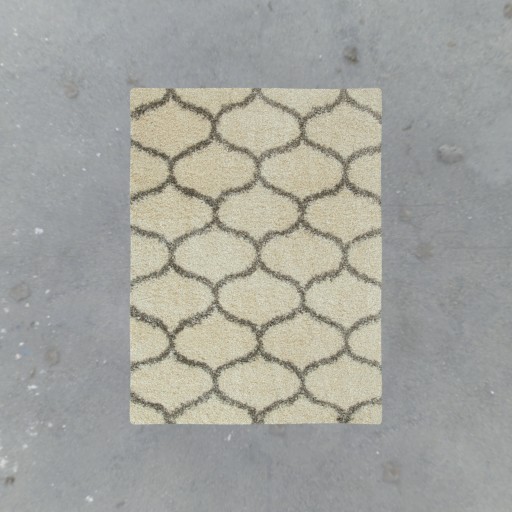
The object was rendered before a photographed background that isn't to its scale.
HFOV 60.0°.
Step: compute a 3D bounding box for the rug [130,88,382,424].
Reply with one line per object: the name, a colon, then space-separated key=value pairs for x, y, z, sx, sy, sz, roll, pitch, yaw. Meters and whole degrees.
rug: x=0.000 y=0.000 z=2.114 sx=1.200 sy=0.025 sz=1.600 roll=0 pitch=90 yaw=0
